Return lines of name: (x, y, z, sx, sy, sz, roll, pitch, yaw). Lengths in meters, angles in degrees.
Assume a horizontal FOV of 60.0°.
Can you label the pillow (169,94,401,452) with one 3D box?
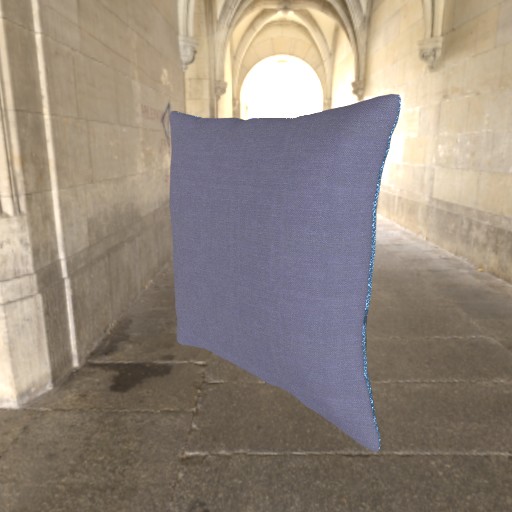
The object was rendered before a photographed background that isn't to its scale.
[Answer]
pillow: (0.000, 0.000, 0.653, 0.138, 0.430, 0.436, -13, 19, -43)
